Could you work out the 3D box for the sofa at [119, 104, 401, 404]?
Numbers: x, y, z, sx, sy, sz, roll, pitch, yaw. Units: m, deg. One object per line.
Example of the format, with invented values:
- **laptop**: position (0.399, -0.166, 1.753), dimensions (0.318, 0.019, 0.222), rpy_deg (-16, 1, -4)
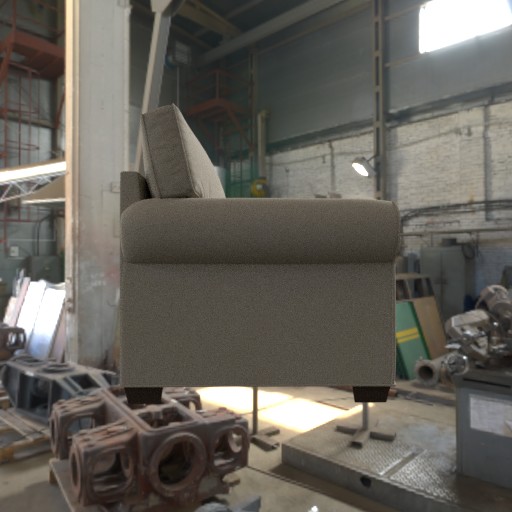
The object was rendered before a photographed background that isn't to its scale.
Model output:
- **sofa**: position (0.000, 0.000, 2.098), dimensions (0.937, 1.006, 1.405), rpy_deg (0, -1, -1)
